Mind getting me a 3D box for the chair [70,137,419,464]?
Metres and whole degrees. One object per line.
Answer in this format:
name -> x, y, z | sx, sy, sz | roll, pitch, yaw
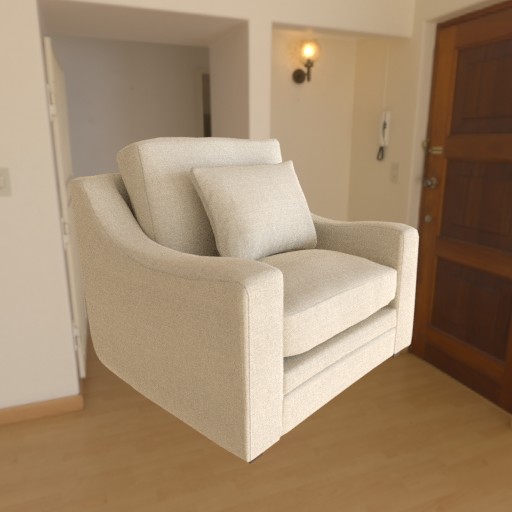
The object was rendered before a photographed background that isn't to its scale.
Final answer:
chair -> 0.000, 0.000, 1.950 | 1.009, 1.016, 1.178 | 13, 19, 41
